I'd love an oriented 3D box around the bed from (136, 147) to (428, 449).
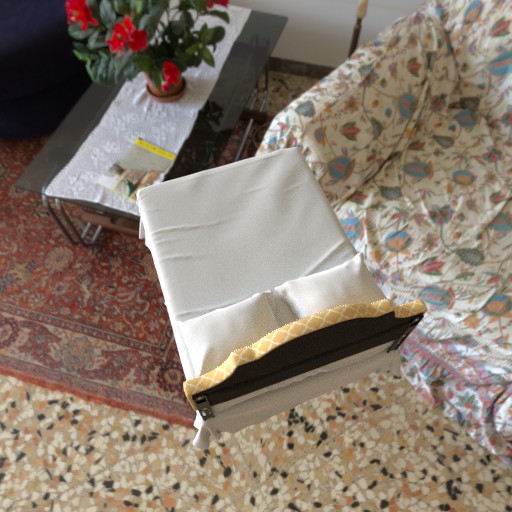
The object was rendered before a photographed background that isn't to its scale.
[{"bbox_3d":[0.000,0.000,3.484,1.780,1.633,2.222,-17,61,-10],"label":"bed"}]
